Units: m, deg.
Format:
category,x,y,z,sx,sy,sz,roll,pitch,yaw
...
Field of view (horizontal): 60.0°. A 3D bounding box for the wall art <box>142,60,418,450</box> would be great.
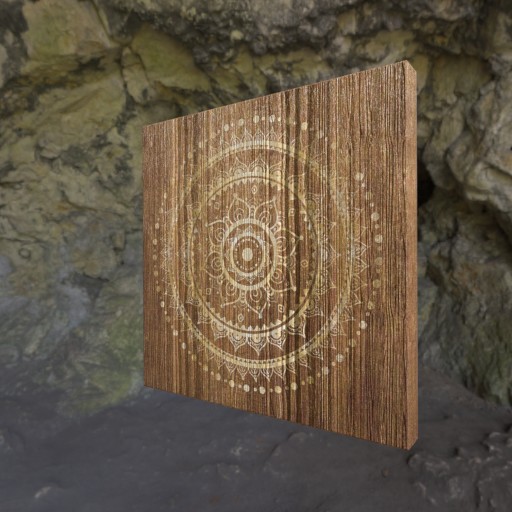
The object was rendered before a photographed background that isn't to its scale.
category,x,y,z,sx,sy,sz,roll,pitch,yaw
wall art,0.000,0.000,0.586,0.406,0.403,0.039,0,0,35
